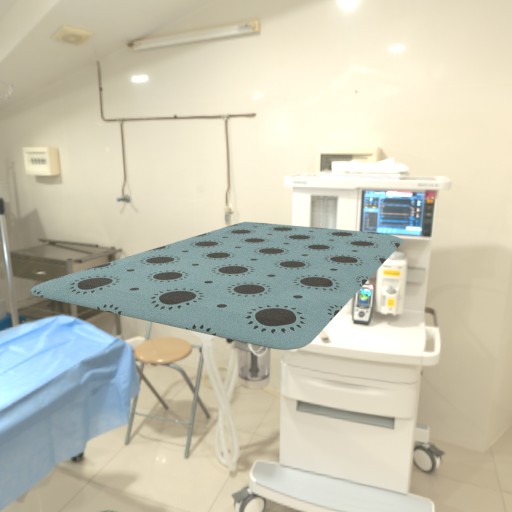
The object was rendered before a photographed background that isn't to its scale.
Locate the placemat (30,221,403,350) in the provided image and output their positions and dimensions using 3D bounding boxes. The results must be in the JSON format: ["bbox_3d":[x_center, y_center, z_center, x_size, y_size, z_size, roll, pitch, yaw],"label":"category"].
[{"bbox_3d":[0.000,0.000,0.965,0.508,0.021,0.762,7,15,26],"label":"placemat"}]
